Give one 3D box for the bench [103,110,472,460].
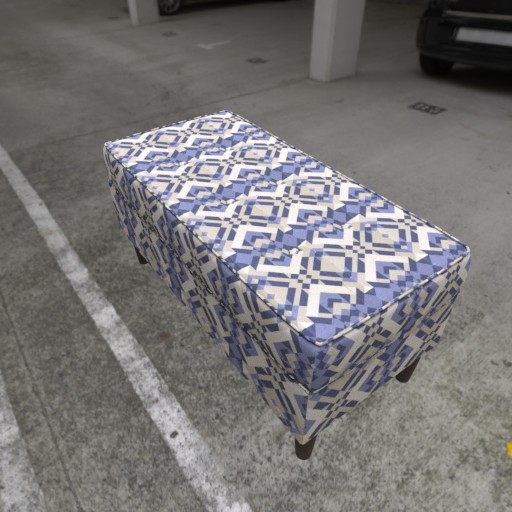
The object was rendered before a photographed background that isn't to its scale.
[{"bbox_3d":[0.000,0.000,1.321,0.492,0.477,1.016,-25,46,-27],"label":"bench"}]
